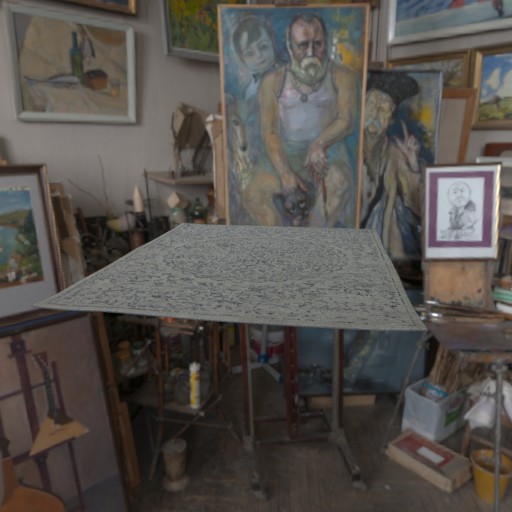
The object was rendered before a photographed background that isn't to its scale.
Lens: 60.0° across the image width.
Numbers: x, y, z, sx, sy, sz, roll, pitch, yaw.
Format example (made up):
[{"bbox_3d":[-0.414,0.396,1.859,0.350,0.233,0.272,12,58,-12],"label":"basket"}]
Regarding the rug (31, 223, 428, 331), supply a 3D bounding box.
[{"bbox_3d":[0.000,0.000,3.937,2.343,0.026,2.925,2,15,9],"label":"rug"}]
